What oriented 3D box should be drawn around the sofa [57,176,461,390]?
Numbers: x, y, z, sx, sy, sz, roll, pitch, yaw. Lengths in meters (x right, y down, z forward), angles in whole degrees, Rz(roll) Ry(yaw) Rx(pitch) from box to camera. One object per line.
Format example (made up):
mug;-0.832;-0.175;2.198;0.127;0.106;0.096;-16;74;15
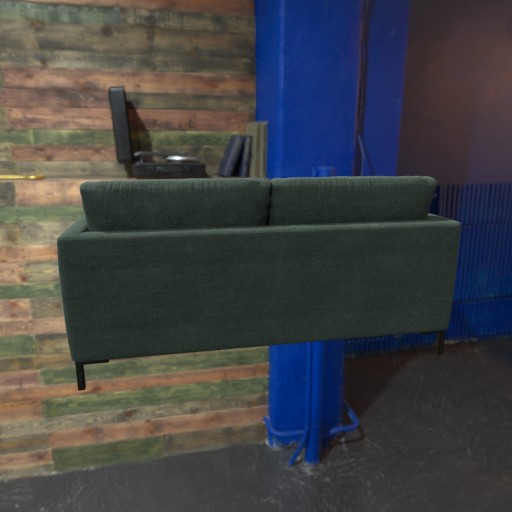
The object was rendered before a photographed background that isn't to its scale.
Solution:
sofa;0.000;0.000;2.213;1.676;0.817;0.875;-3;14;-11
